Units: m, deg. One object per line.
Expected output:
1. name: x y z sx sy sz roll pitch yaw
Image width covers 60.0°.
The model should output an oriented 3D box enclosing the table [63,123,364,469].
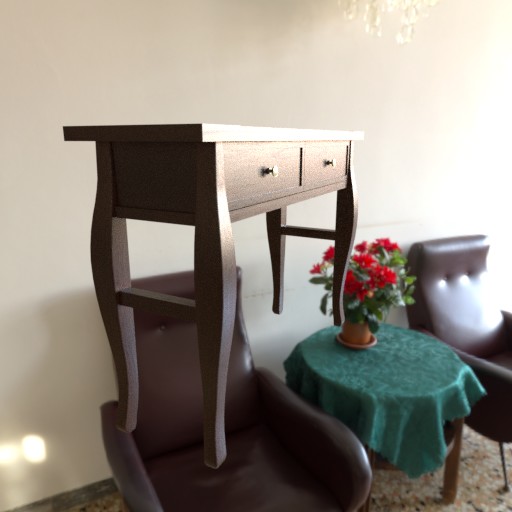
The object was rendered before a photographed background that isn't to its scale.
1. table: 0.000 0.000 1.402 0.373 0.768 1.062 8 17 27
